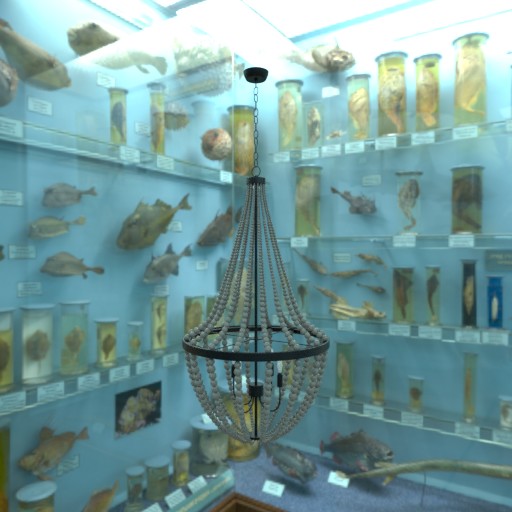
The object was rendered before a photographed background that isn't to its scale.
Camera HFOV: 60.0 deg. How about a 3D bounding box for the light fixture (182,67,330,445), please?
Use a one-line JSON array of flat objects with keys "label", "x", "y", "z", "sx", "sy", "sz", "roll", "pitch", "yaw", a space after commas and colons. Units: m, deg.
[{"label": "light fixture", "x": 0.000, "y": 0.000, "z": 1.369, "sx": 0.450, "sy": 1.133, "sz": 0.450, "roll": 0, "pitch": 0, "yaw": 0}]
